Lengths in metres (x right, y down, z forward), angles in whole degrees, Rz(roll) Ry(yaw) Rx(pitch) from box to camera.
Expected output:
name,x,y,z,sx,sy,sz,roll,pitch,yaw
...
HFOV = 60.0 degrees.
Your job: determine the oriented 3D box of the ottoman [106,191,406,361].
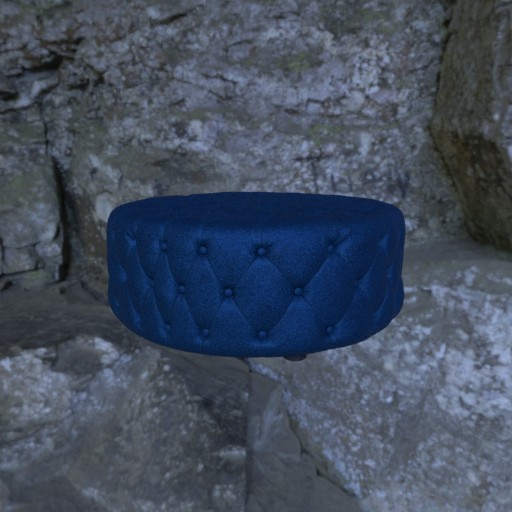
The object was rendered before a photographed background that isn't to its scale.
name,x,y,z,sx,sy,sz,roll,pitch,yaw
ottoman,0.000,0.000,1.561,0.998,0.398,0.998,0,13,0
